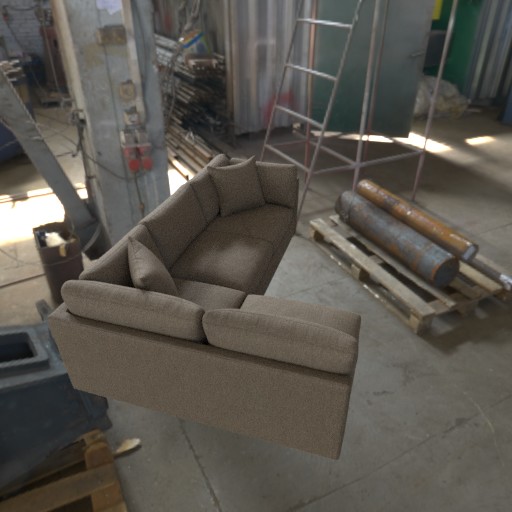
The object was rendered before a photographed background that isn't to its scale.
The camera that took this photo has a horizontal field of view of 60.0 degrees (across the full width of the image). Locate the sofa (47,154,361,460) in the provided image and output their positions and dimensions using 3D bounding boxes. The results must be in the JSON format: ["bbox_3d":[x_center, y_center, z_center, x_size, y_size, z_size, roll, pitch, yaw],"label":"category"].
[{"bbox_3d":[0.000,0.000,3.922,1.994,0.978,2.896,9,33,15],"label":"sofa"}]
